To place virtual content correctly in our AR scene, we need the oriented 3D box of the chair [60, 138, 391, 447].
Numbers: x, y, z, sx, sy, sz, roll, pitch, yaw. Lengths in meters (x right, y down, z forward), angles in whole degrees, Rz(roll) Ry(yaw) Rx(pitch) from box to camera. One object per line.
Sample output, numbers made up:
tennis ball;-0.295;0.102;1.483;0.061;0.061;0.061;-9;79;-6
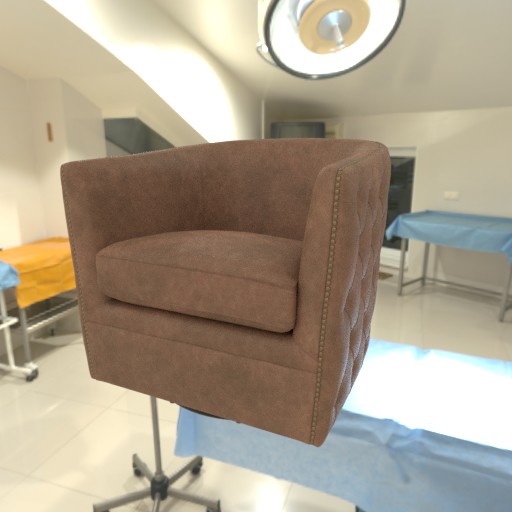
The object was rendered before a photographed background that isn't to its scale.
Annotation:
chair;0.000;0.000;1.514;0.850;0.790;0.870;7;16;25
